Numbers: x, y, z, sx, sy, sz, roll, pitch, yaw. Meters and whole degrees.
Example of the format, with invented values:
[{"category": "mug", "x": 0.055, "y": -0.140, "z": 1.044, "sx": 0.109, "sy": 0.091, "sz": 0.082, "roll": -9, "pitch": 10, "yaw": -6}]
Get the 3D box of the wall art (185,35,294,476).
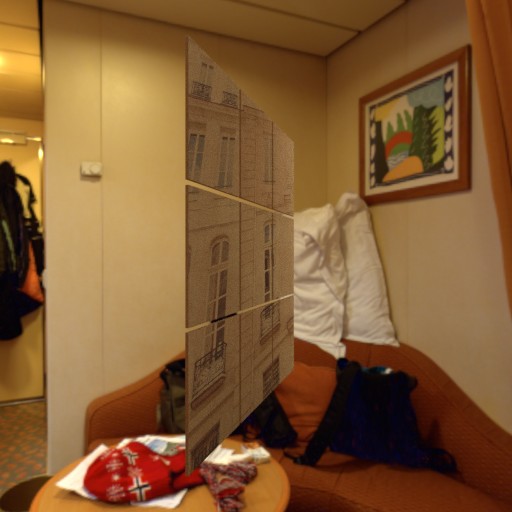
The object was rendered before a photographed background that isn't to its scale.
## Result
[{"category": "wall art", "x": 0.000, "y": 0.000, "z": 2.255, "sx": 0.023, "sy": 1.522, "sz": 1.526, "roll": 0, "pitch": 0, "yaw": 19}]
